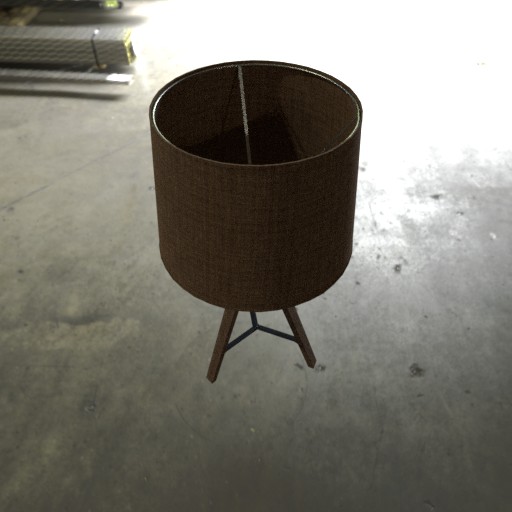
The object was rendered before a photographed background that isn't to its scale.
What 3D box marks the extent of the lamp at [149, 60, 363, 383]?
[{"bbox_3d":[0.000,0.000,0.704,0.290,0.514,0.290,0,46,0],"label":"lamp"}]
